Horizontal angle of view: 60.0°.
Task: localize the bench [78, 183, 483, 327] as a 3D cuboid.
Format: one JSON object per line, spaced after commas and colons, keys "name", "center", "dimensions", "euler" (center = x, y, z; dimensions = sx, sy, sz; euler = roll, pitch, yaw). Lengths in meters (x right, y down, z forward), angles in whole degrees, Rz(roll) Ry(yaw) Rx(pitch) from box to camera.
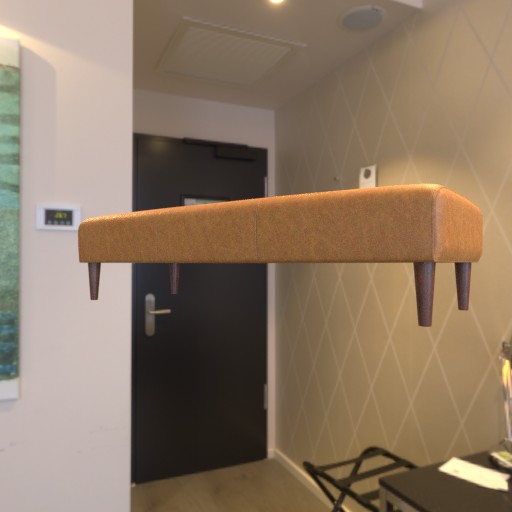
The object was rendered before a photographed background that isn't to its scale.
{"name": "bench", "center": [0.000, 0.000, 1.834], "dimensions": [1.610, 0.399, 0.653], "euler": [-1, -1, 36]}
